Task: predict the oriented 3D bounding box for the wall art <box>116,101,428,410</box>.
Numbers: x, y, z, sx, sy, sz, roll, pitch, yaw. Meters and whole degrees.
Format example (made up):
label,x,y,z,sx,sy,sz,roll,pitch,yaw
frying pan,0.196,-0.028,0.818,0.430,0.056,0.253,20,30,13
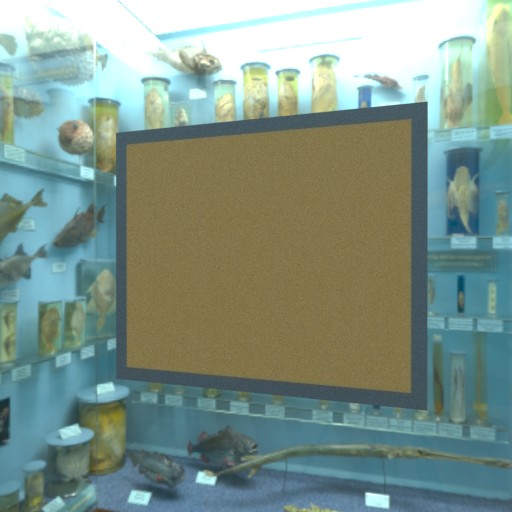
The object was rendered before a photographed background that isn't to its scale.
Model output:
label,x,y,z,sx,sy,sz,roll,pitch,yaw
wall art,0.000,0.000,0.914,0.660,0.558,0.026,0,0,18
